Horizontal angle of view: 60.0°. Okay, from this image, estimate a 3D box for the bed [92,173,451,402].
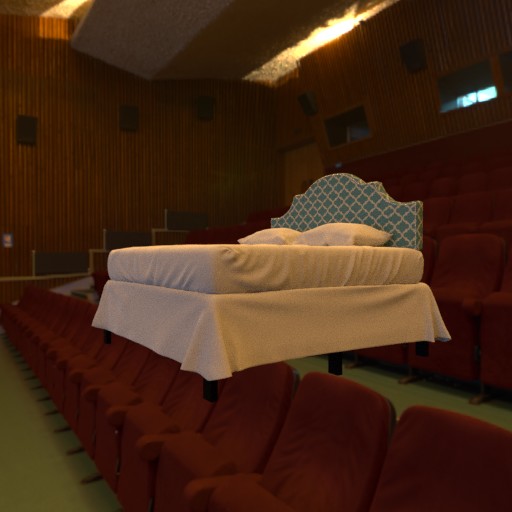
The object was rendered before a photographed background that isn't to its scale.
[{"bbox_3d":[0.000,0.000,3.805,2.222,1.601,2.314,0,0,-35],"label":"bed"}]
